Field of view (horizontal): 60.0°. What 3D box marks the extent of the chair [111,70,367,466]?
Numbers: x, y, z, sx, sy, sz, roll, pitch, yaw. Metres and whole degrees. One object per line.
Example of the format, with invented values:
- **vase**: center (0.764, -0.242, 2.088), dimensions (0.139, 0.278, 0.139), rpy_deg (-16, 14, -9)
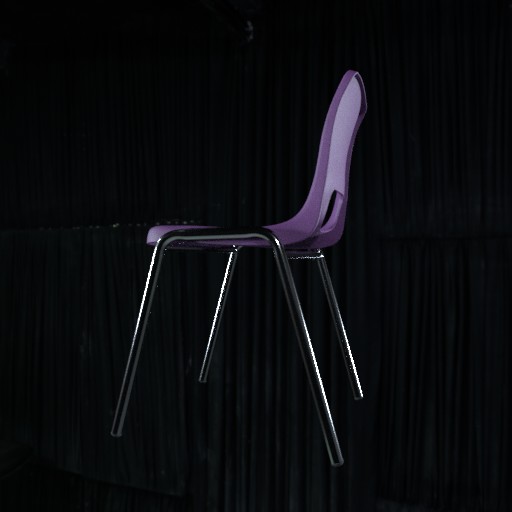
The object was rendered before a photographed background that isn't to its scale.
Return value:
- **chair**: center (0.000, 0.000, 0.910), dimensions (0.432, 0.654, 0.381), rpy_deg (0, 0, 19)
